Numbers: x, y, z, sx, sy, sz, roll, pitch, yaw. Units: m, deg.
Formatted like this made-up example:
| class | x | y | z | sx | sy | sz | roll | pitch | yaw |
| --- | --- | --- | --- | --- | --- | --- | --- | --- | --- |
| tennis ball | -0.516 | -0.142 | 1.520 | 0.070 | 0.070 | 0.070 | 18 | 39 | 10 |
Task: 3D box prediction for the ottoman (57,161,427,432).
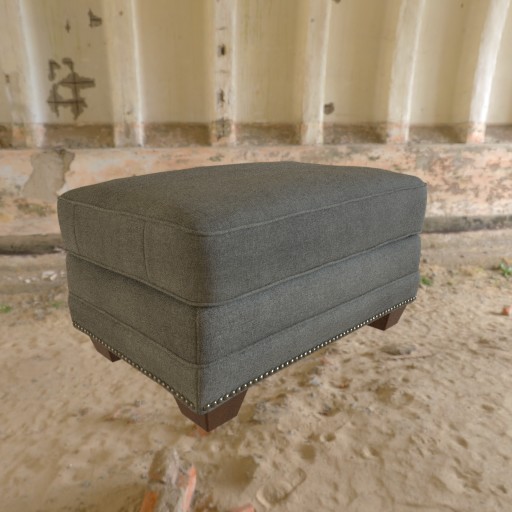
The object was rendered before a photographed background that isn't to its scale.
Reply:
| class | x | y | z | sx | sy | sz | roll | pitch | yaw |
| --- | --- | --- | --- | --- | --- | --- | --- | --- | --- |
| ottoman | 0.000 | 0.000 | 1.148 | 0.813 | 0.457 | 0.561 | -14 | 21 | -43 |
